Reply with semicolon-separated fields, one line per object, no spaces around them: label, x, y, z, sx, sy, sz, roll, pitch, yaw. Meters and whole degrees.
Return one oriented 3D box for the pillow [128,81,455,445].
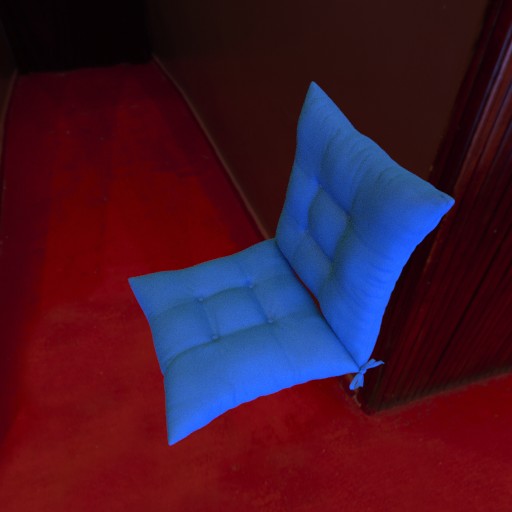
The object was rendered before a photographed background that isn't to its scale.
pillow;0.000;0.000;1.007;0.585;0.536;0.541;-16;47;-15
